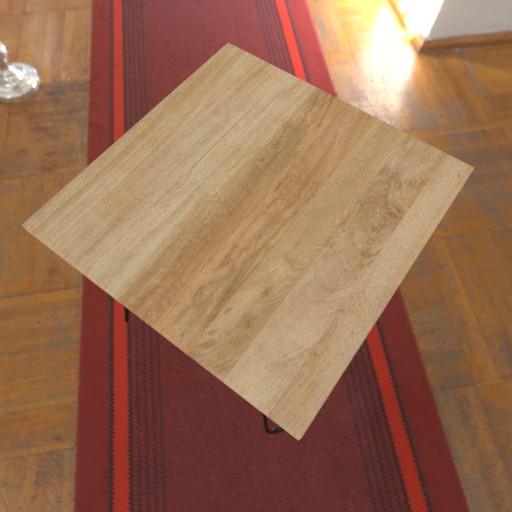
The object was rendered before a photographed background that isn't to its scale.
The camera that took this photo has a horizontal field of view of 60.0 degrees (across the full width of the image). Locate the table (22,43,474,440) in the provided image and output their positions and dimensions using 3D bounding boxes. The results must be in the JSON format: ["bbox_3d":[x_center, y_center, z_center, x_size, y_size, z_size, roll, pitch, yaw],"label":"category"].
[{"bbox_3d":[0.000,0.000,1.041,0.599,0.500,0.599,33,68,16],"label":"table"}]
